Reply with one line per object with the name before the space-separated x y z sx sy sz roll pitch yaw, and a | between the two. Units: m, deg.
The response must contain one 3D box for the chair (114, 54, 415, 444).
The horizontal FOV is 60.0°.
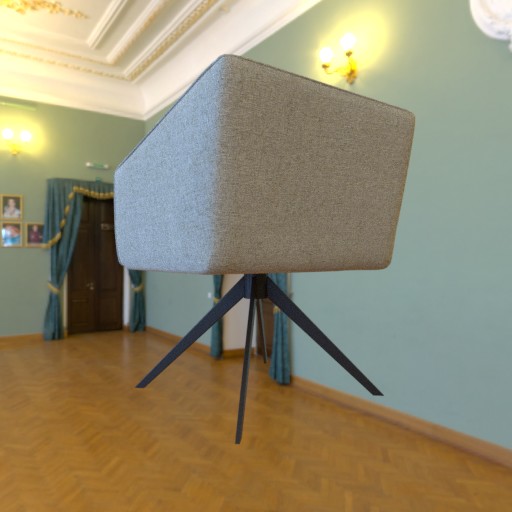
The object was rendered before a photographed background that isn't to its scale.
chair | 0.000 0.000 1.246 0.628 0.760 0.623 0 0 -36
